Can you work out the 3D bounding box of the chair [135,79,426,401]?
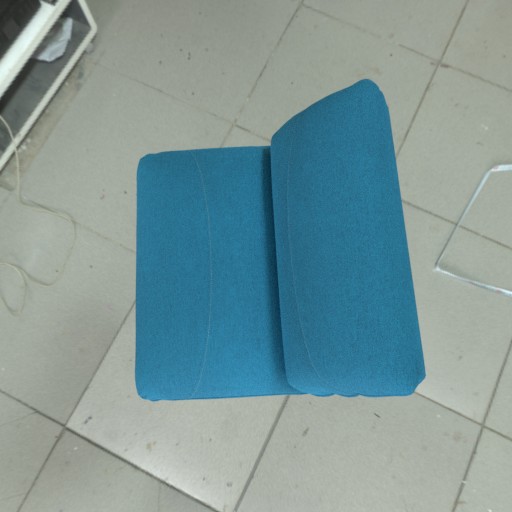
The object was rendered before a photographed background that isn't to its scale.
[{"bbox_3d":[0.000,0.000,1.324,0.780,0.580,0.820,-3,76,-1],"label":"chair"}]
